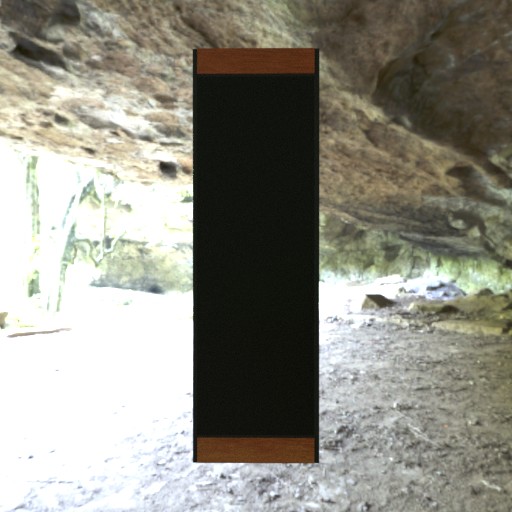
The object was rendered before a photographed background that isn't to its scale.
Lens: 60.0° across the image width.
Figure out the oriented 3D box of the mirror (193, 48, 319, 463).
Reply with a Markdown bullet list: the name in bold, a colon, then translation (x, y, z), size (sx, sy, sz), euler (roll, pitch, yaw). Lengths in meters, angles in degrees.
- **mirror**: translation (0.000, 0.000, 1.222), size (0.343, 1.123, 0.047), euler (0, 0, 1)
